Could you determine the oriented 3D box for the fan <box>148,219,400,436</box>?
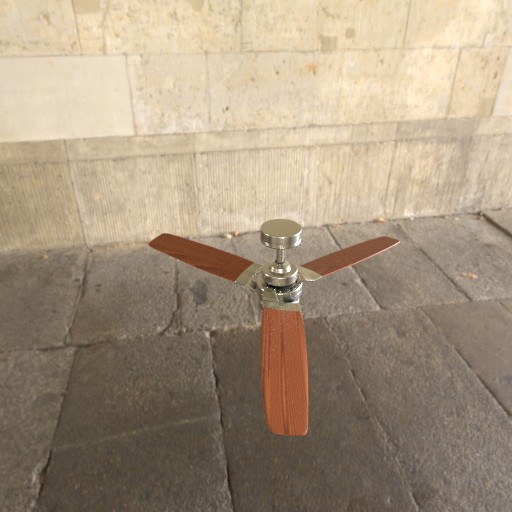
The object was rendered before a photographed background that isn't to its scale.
[{"bbox_3d":[0.000,0.000,2.045,1.271,0.410,1.416,19,35,30],"label":"fan"}]
